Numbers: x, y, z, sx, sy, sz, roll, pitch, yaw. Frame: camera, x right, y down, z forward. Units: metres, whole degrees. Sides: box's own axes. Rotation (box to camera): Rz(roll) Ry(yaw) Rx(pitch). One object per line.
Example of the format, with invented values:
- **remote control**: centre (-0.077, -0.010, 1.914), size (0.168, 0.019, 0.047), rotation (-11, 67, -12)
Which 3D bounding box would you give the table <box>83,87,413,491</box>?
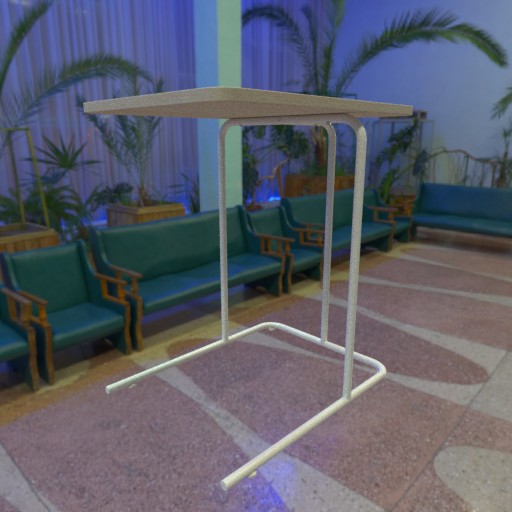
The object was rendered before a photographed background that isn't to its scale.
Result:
- **table**: centre (0.000, 0.000, 0.852), size (0.480, 0.550, 0.370), rotation (-14, 20, -43)
